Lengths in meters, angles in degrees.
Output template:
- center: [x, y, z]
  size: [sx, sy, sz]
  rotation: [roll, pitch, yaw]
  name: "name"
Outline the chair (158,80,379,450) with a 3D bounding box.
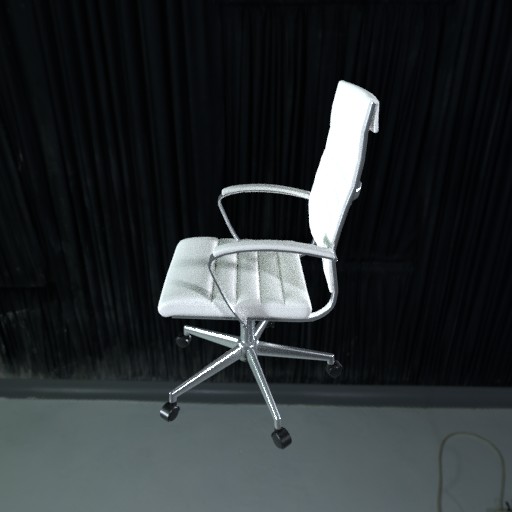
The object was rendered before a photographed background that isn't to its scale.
- center: [0.000, 0.000, 1.614]
  size: [0.739, 1.149, 0.766]
  rotation: [-1, 27, -1]
  name: "chair"
